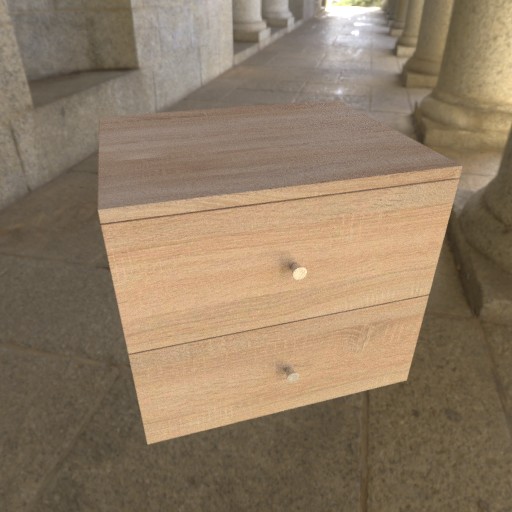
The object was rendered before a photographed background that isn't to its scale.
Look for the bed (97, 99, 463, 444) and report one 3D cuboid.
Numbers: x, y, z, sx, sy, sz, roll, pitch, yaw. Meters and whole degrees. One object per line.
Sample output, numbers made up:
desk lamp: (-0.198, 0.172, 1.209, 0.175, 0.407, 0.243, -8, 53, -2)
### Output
bed: (0.000, 0.000, 0.787, 0.460, 0.420, 0.401, -9, 33, -14)
